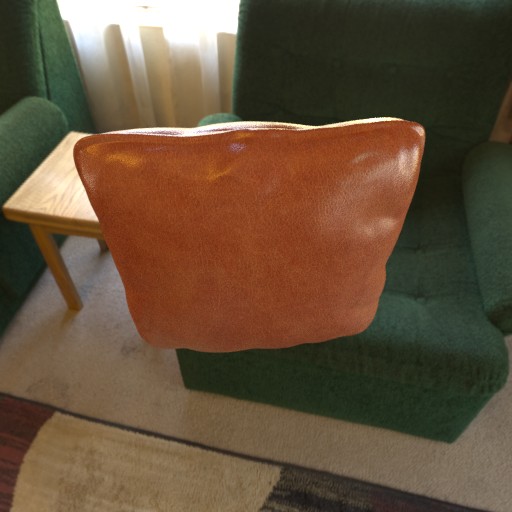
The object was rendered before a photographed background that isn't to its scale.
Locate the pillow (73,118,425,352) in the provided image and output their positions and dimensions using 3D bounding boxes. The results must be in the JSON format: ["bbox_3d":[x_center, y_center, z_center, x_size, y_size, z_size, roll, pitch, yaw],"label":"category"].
[{"bbox_3d":[0.000,0.000,0.818,0.532,0.523,0.236,-4,47,-3],"label":"pillow"}]
